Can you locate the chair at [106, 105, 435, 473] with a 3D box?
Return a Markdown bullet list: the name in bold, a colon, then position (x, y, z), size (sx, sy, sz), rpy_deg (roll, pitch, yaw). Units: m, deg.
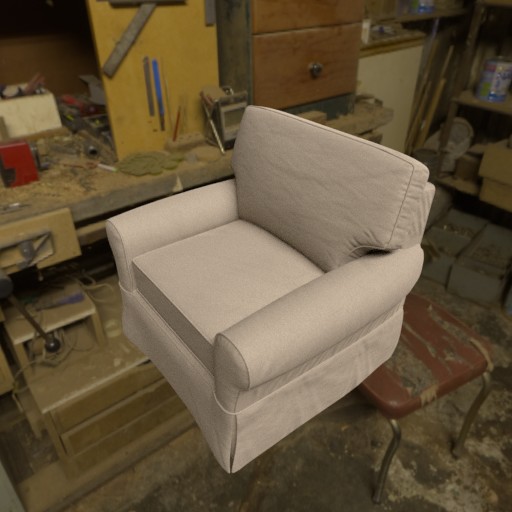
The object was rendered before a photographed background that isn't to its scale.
- **chair**: position (0.000, 0.000, 1.897), size (0.988, 1.017, 1.135), rpy_deg (-23, 40, -30)
